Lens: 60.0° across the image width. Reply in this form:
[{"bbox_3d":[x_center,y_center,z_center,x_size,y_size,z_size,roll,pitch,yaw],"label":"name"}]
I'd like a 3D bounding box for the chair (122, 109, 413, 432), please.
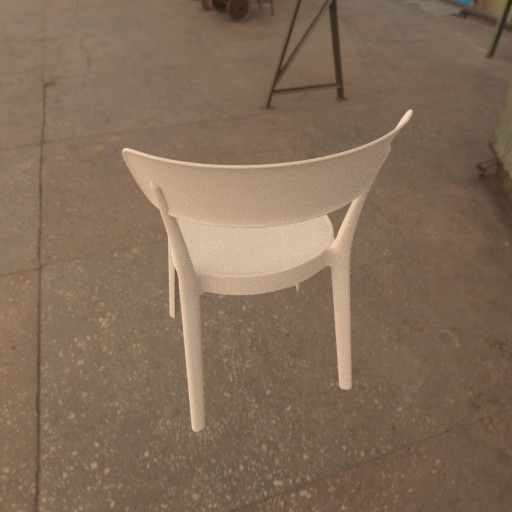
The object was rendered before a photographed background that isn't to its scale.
[{"bbox_3d":[0.000,0.000,1.078,0.506,0.790,0.491,-11,43,-12],"label":"chair"}]
